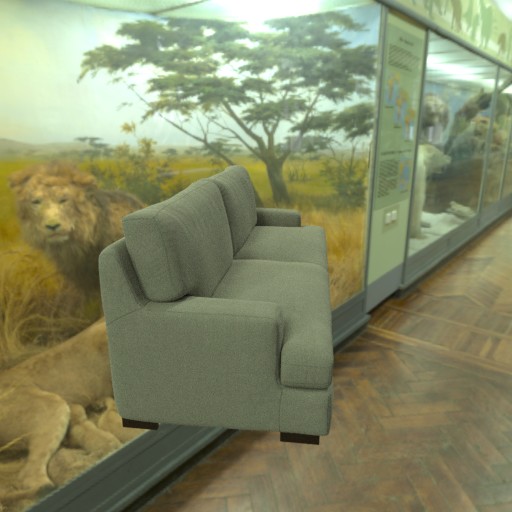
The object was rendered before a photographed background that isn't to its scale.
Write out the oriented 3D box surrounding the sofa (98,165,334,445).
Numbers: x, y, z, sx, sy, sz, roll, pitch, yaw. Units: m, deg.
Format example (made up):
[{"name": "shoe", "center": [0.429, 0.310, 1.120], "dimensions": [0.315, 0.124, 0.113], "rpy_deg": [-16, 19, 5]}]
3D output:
[{"name": "sofa", "center": [0.000, 0.000, 2.874], "dimensions": [0.962, 0.980, 2.354], "rpy_deg": [2, 17, 7]}]
